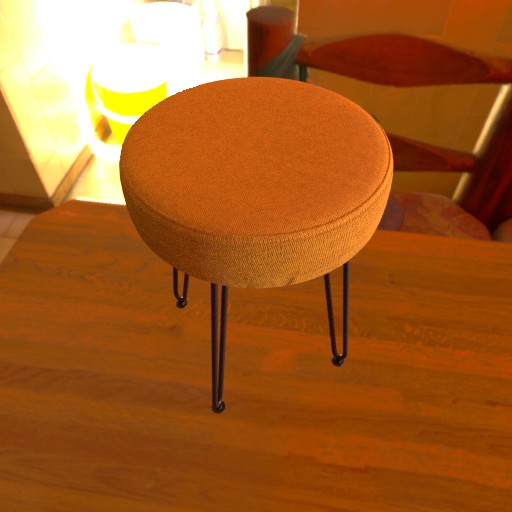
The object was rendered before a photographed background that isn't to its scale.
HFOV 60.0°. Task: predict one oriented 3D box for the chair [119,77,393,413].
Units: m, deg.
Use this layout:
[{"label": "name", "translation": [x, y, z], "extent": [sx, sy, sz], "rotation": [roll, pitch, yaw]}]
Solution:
[{"label": "chair", "translation": [0.000, 0.000, 0.715], "extent": [0.345, 0.455, 0.345], "rotation": [-17, 51, -14]}]
